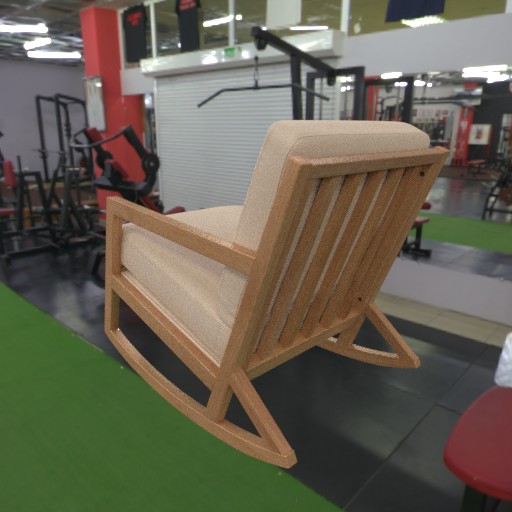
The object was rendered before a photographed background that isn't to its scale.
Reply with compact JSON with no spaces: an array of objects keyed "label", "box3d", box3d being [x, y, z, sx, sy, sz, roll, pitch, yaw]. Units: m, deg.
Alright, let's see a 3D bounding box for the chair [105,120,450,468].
[{"label":"chair","box3d":[0.000,0.000,1.362,0.622,0.790,0.857,-15,22,-42]}]
